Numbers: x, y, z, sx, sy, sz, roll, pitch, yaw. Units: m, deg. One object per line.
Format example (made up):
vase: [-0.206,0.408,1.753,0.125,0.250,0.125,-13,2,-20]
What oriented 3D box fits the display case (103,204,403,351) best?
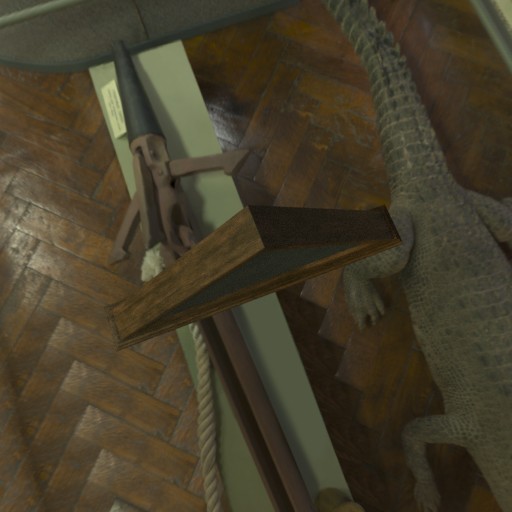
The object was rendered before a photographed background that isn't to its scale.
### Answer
display case: [0.000,0.000,0.773,0.640,0.340,0.095,-20,77,-5]
